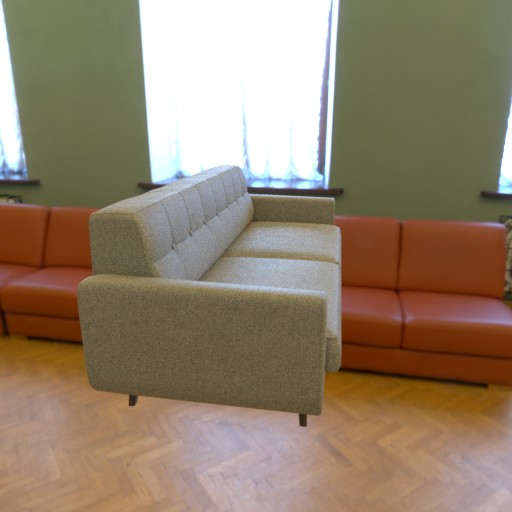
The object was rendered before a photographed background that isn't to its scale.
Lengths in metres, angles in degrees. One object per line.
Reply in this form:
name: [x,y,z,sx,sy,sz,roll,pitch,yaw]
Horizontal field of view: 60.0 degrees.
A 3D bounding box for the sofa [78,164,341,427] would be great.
sofa: [0.000,0.000,2.534,0.968,0.873,2.055,3,17,10]
